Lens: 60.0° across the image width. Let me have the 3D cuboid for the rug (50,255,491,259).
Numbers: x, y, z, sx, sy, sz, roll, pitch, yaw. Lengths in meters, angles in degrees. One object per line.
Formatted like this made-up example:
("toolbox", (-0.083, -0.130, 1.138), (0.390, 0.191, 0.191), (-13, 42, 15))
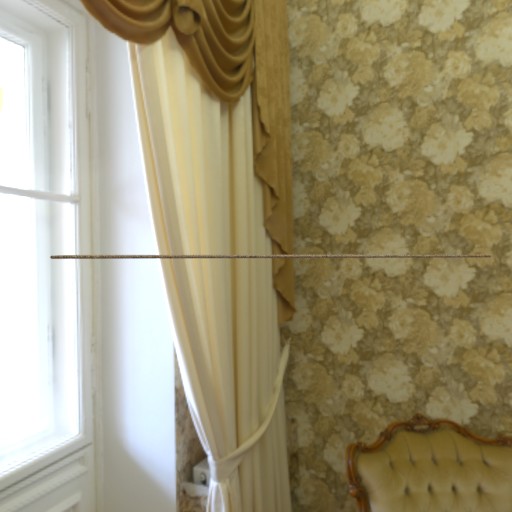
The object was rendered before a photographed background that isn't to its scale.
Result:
("rug", (0.000, 0.000, 2.843), (2.283, 0.013, 1.547), (0, 0, -20))
